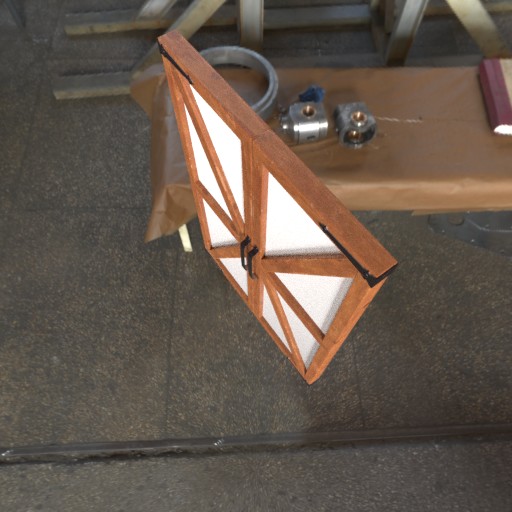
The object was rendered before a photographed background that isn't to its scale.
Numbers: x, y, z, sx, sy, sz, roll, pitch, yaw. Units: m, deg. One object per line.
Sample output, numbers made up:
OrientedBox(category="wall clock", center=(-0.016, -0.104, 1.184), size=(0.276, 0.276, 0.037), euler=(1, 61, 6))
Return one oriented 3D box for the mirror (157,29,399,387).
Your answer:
OrientedBox(category="mirror", center=(0.000, 0.000, 0.959), size=(0.053, 0.761, 0.517), euler=(-33, 69, -15))
